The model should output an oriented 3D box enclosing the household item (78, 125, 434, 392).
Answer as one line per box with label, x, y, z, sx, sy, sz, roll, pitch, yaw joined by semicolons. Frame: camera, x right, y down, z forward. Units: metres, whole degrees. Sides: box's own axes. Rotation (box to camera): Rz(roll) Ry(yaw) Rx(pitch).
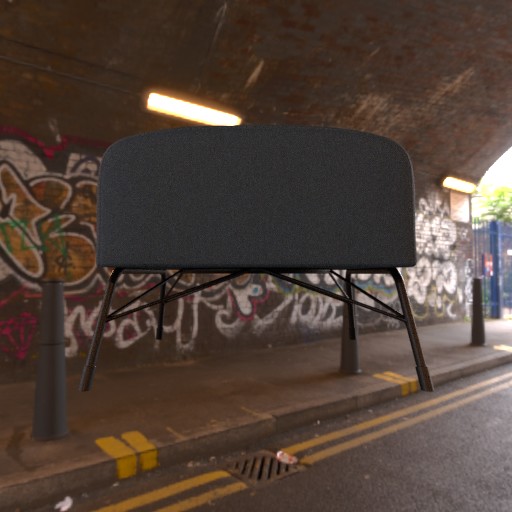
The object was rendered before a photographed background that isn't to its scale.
household item;0.000;0.000;0.924;0.530;0.420;0.530;0;-2;0
